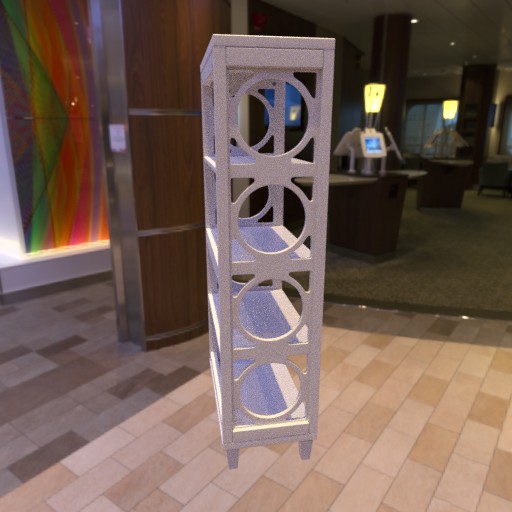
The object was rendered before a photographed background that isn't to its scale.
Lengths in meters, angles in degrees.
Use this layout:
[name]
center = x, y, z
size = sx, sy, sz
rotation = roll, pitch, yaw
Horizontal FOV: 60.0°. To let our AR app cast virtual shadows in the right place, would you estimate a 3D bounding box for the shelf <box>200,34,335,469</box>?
[shelf]
center = 0.000, 0.000, 1.684
size = 0.340, 1.411, 0.611
rotation = -3, 16, -10
